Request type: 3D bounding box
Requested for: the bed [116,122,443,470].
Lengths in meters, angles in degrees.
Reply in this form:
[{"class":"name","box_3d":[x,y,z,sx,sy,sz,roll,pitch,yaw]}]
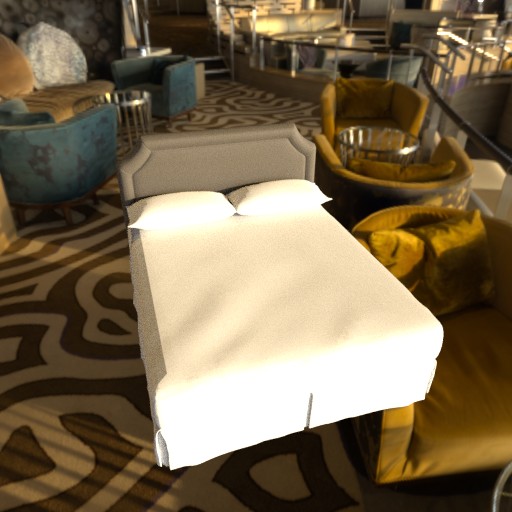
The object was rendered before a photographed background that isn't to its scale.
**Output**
[{"class":"bed","box_3d":[0.000,0.000,3.847,2.194,1.561,2.536,-9,33,-15]}]
